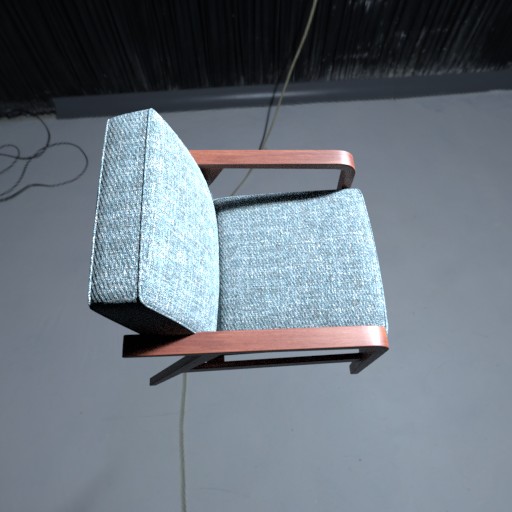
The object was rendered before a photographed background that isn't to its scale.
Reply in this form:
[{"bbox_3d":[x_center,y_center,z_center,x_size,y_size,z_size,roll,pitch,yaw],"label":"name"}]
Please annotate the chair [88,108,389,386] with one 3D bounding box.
[{"bbox_3d":[0.000,0.000,1.533,0.889,0.864,0.719,-3,65,-1],"label":"chair"}]
